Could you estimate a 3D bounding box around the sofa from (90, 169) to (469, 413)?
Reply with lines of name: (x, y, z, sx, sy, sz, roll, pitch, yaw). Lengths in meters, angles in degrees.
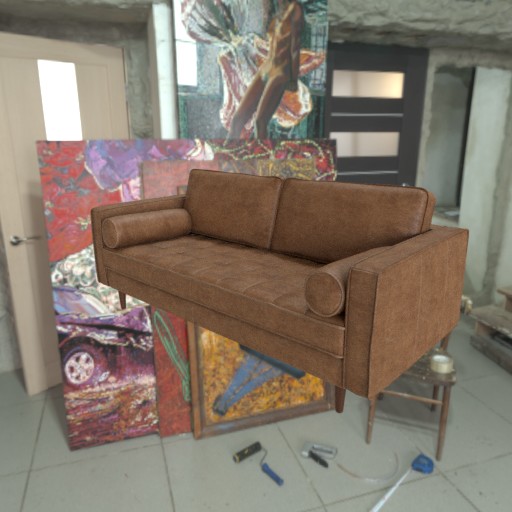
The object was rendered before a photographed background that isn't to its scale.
sofa: (0.000, 0.000, 2.407, 1.920, 0.825, 0.924, 14, 21, 41)
